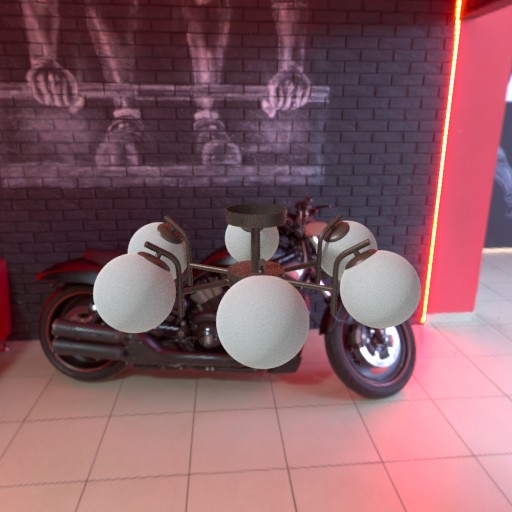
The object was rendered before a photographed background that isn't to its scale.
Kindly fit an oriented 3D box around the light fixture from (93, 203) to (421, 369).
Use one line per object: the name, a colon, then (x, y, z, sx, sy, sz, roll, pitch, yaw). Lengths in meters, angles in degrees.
light fixture: (0.000, 0.000, 0.930, 0.662, 0.201, 0.662, 0, 17, 0)
